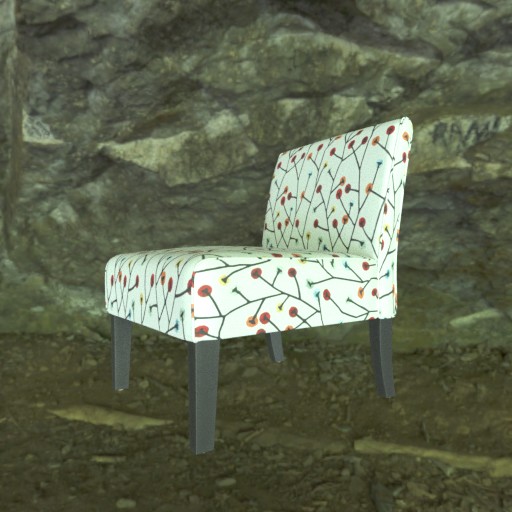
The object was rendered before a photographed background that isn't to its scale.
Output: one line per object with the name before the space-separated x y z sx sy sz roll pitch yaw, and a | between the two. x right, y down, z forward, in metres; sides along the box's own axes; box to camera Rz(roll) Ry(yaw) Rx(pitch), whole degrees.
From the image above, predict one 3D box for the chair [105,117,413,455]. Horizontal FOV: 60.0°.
chair | 0.000 0.000 1.327 0.732 0.813 0.597 0 0 -35
